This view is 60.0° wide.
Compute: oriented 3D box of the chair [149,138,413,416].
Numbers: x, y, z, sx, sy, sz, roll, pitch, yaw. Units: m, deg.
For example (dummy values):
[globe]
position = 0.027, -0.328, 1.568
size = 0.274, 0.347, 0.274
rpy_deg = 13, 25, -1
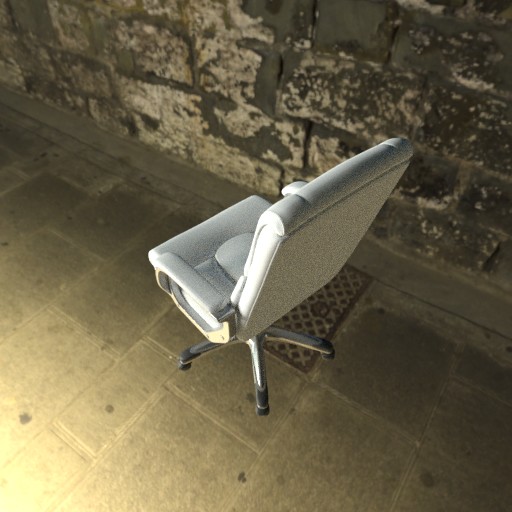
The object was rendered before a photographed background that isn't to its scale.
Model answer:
[chair]
position = 0.000, 0.000, 1.607
size = 0.687, 1.120, 0.738
rpy_deg = -32, 54, -27
